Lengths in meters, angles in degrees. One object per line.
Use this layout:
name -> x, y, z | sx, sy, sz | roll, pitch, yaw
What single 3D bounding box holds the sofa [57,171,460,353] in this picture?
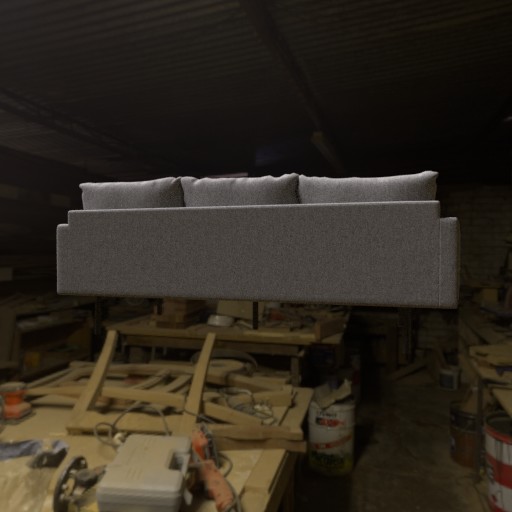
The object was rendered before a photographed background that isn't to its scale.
sofa -> 0.000, 0.000, 2.506 | 2.000, 0.830, 0.850 | 0, 1, 16
